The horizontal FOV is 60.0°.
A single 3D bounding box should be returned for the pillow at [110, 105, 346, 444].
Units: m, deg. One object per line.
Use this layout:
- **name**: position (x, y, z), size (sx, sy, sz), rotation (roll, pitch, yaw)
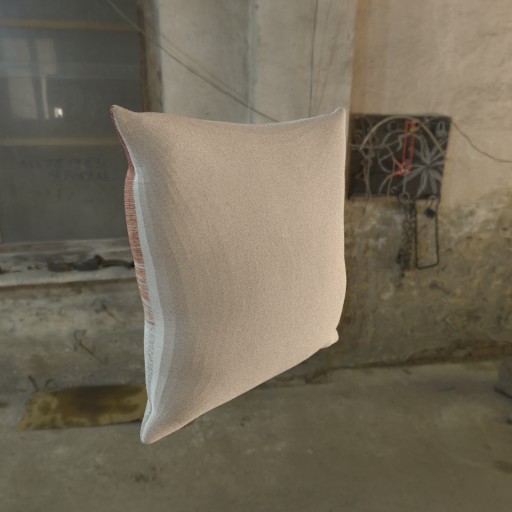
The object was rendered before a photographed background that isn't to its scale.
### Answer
- **pillow**: position (0.000, 0.000, 0.677), size (0.440, 0.441, 0.182), rotation (-16, 23, -43)
